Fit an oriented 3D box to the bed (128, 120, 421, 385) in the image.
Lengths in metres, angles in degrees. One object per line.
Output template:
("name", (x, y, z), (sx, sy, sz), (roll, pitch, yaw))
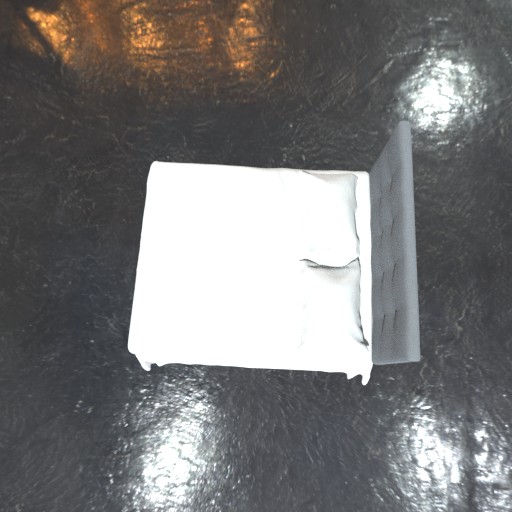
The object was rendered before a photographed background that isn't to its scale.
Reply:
("bed", (0.000, 0.000, 3.605), (2.222, 1.577, 1.936), (3, 75, 1))
